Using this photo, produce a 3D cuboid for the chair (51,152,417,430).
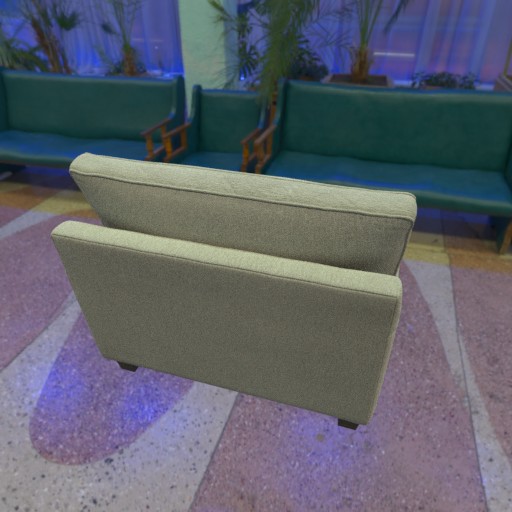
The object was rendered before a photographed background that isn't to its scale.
[{"bbox_3d":[0.000,0.000,1.961,1.220,1.016,1.041,10,34,15],"label":"chair"}]
